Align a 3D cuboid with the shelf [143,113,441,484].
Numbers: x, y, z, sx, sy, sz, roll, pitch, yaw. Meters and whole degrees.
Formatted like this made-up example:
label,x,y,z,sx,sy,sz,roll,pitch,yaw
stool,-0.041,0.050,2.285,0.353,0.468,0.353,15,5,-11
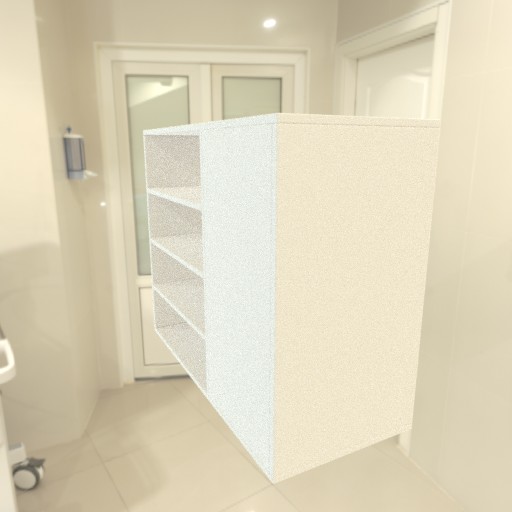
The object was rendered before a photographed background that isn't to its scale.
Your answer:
label,x,y,z,sx,sy,sz,roll,pitch,yaw
shelf,0.000,0.000,1.300,0.396,0.732,0.895,-7,16,-27
